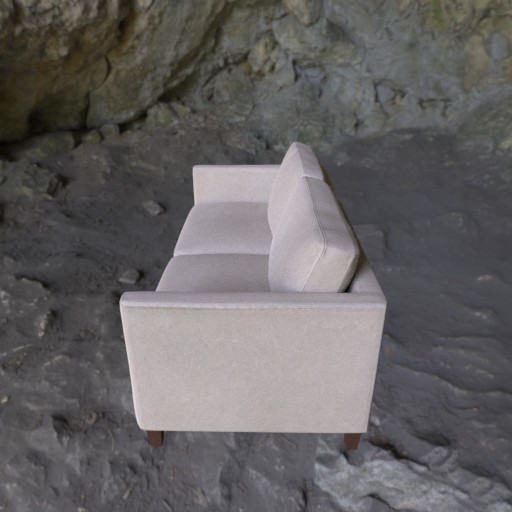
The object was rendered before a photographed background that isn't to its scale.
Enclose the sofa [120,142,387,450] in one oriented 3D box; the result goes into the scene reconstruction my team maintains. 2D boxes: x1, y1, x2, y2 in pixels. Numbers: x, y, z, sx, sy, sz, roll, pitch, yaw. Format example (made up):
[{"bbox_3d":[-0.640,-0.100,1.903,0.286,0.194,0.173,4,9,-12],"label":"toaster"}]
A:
[{"bbox_3d":[0.000,0.000,2.423,0.950,0.940,1.846,0,26,1],"label":"sofa"}]
